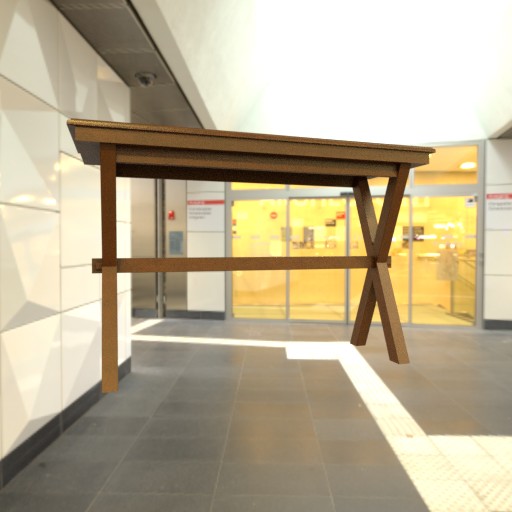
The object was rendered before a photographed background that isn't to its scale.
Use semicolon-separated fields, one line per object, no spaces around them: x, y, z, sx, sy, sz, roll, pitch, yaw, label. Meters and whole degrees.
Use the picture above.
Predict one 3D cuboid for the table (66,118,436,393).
0.000;0.000;1.573;1.197;0.763;0.399;0;2;-18;table
